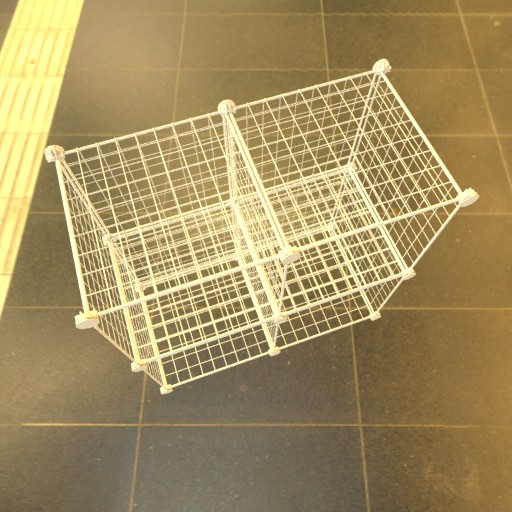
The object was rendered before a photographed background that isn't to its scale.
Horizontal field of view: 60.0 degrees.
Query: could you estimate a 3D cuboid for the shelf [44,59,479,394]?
[{"bbox_3d":[0.000,0.000,1.114,0.711,0.711,0.356,-18,66,-8],"label":"shelf"}]
